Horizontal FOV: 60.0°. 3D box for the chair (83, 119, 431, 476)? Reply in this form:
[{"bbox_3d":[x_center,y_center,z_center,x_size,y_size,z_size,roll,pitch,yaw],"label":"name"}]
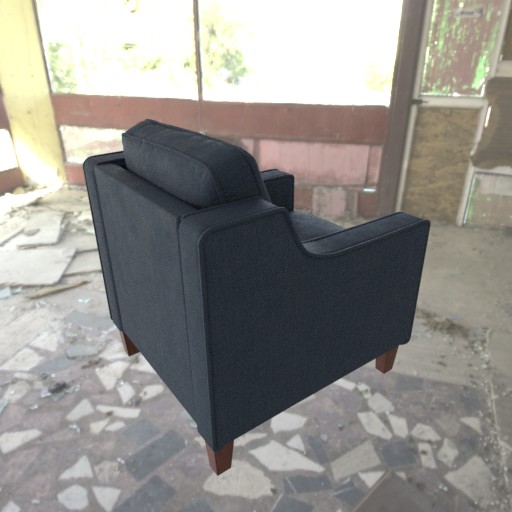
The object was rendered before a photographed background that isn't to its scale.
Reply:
[{"bbox_3d":[0.000,0.000,1.638,0.909,0.960,0.831,-18,31,-32],"label":"chair"}]
